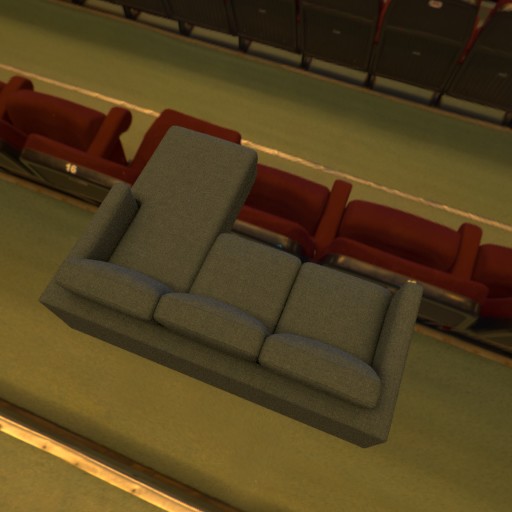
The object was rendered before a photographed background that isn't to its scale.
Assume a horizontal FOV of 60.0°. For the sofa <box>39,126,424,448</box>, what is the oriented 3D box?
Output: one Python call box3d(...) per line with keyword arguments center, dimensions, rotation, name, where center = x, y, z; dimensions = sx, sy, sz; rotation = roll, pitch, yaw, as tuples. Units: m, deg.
box3d(center=(0.000, 0.000, 2.911), dimensions=(2.055, 0.957, 1.667), rotation=(19, 65, 10), name="sofa")
